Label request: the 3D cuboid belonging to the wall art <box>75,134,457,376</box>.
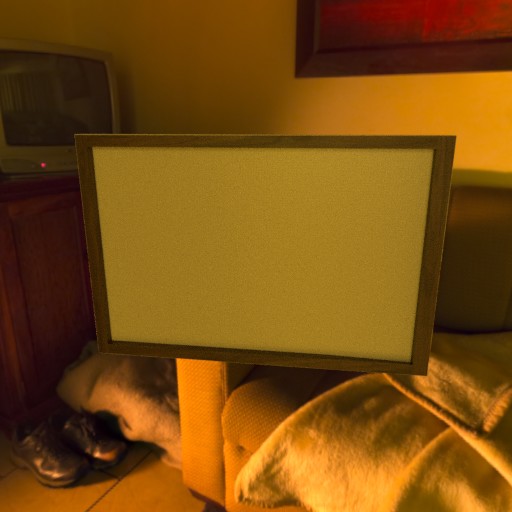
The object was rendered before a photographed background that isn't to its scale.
[{"bbox_3d":[0.000,0.000,1.441,1.138,0.761,0.051,2,17,8],"label":"wall art"}]
